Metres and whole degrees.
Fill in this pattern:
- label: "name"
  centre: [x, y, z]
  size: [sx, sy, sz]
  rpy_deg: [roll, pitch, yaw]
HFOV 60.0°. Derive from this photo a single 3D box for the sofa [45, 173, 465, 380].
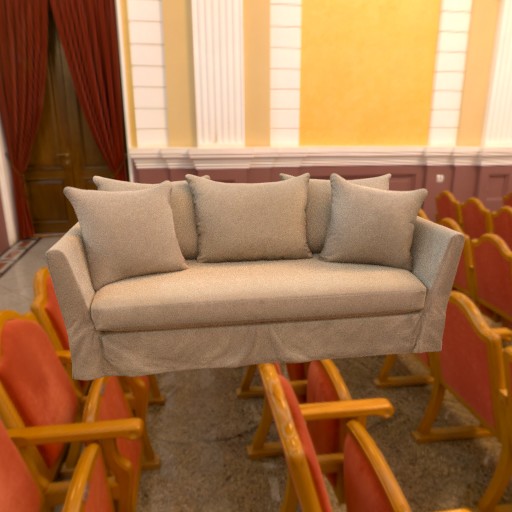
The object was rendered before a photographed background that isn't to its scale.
- label: "sofa"
  centre: [0.000, 0.000, 2.897]
  size: [2.290, 1.034, 1.031]
  rpy_deg: [-3, 17, -8]
